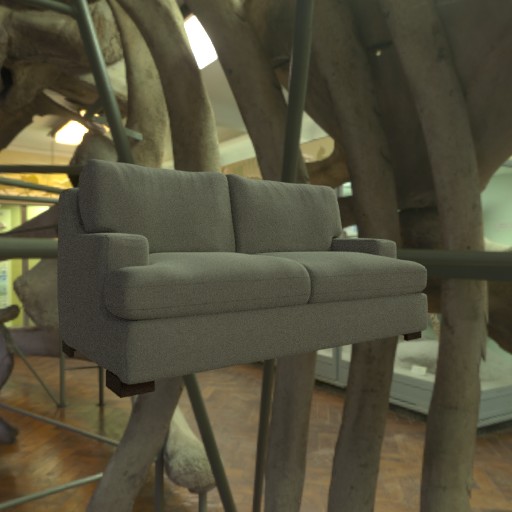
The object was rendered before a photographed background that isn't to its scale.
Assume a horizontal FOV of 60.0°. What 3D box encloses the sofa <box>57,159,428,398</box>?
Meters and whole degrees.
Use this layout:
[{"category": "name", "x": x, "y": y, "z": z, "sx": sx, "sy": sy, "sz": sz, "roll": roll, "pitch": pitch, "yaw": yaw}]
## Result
[{"category": "sofa", "x": 0.000, "y": 0.000, "z": 2.415, "sx": 1.855, "sy": 0.980, "sz": 0.962, "roll": -1, "pitch": 1, "yaw": -36}]
